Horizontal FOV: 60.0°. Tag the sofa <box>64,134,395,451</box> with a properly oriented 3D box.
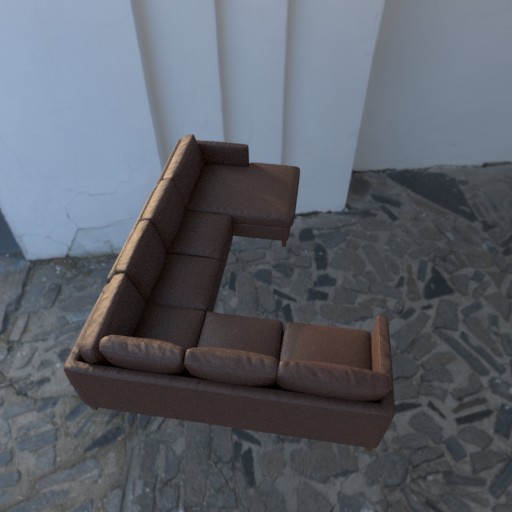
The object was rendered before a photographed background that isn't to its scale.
[{"bbox_3d":[0.000,0.000,4.695,2.593,0.923,3.460,6,46,6],"label":"sofa"}]
